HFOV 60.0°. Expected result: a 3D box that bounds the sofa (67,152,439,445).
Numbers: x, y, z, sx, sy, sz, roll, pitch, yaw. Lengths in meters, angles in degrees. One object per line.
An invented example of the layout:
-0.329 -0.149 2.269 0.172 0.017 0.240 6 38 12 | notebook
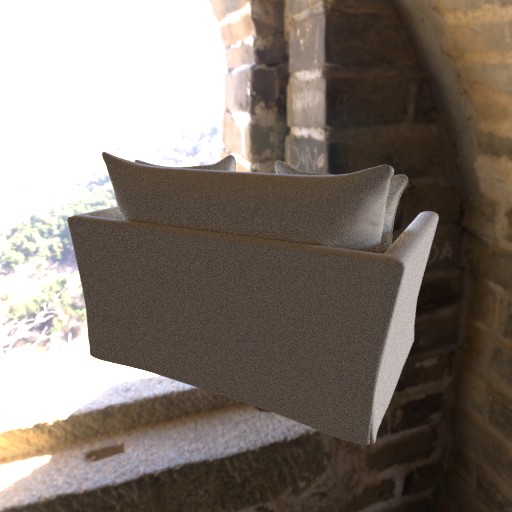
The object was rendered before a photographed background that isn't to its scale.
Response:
0.000 0.000 2.275 1.608 1.039 1.026 9 19 27 | sofa
